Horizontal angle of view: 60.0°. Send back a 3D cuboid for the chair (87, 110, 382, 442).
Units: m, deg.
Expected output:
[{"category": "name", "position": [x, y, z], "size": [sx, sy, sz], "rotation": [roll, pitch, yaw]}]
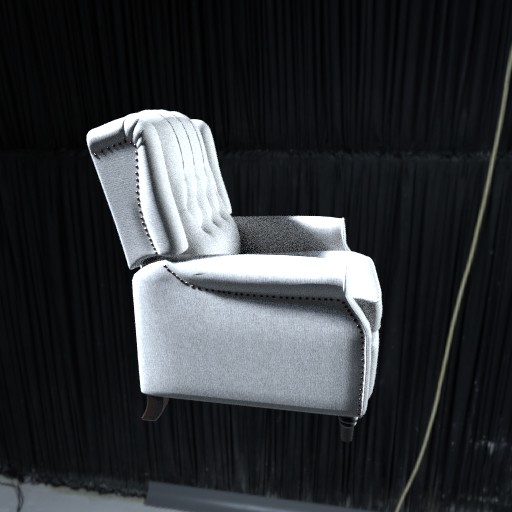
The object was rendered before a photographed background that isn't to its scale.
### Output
[{"category": "chair", "position": [0.000, 0.000, 1.646], "size": [0.902, 1.035, 0.742], "rotation": [3, 17, 10]}]
